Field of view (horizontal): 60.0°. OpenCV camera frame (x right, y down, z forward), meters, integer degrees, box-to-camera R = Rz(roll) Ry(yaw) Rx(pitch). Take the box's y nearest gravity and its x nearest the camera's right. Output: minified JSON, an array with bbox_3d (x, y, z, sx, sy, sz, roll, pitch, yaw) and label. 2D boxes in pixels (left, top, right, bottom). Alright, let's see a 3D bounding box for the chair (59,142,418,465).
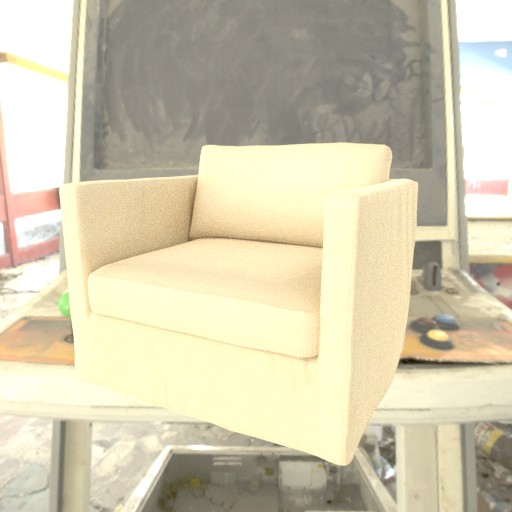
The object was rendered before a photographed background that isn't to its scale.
[{"bbox_3d":[0.000,0.000,1.701,1.057,0.851,0.947,7,14,27],"label":"chair"}]
